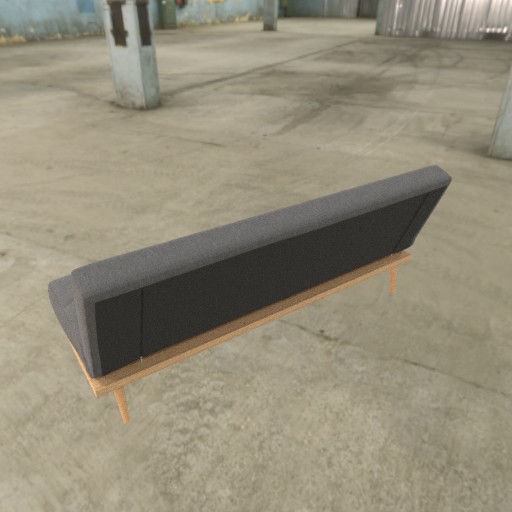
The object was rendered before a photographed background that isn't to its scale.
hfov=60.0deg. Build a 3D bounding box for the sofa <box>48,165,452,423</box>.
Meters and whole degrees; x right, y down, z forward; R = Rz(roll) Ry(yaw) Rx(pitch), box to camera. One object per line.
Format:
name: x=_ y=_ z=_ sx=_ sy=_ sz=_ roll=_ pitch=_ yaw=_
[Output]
sofa: x=0.000 y=0.000 z=2.179 sx=1.820 sy=0.770 sz=0.820 roll=-19 pitch=35 yaw=-30
